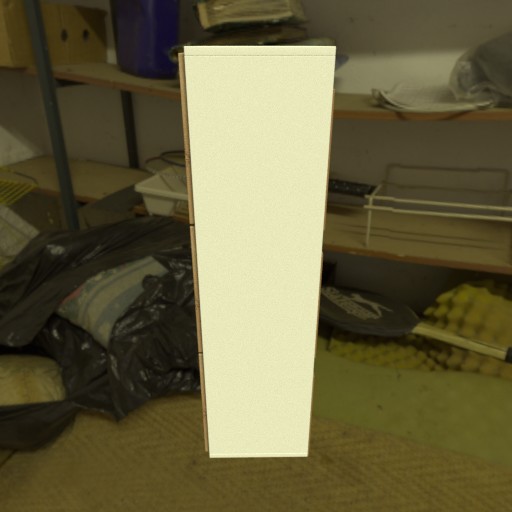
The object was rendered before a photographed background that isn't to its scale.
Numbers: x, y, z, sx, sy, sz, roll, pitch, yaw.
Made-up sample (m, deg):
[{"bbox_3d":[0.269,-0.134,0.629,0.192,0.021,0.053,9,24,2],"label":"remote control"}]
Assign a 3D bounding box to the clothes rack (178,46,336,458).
[{"bbox_3d":[0.000,0.000,1.388,0.331,1.187,0.500,0,25,-1],"label":"clothes rack"}]
